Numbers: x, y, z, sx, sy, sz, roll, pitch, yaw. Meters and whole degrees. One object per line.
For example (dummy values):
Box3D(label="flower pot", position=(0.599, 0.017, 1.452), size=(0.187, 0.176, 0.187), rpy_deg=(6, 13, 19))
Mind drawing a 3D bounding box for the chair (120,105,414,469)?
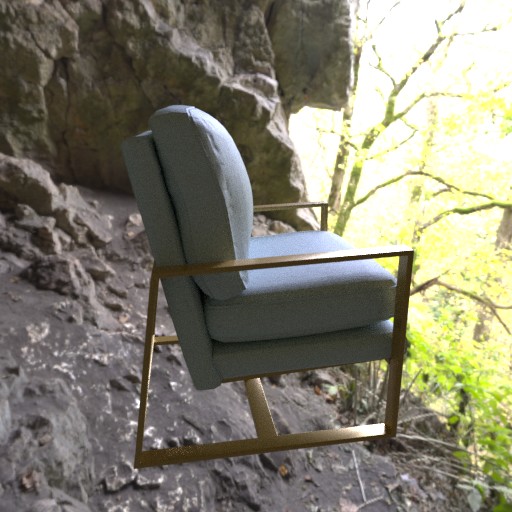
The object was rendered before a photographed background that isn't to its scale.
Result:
Box3D(label="chair", position=(0.000, 0.000, 1.497), size=(0.813, 0.956, 0.758), rpy_deg=(-3, 17, -9))
